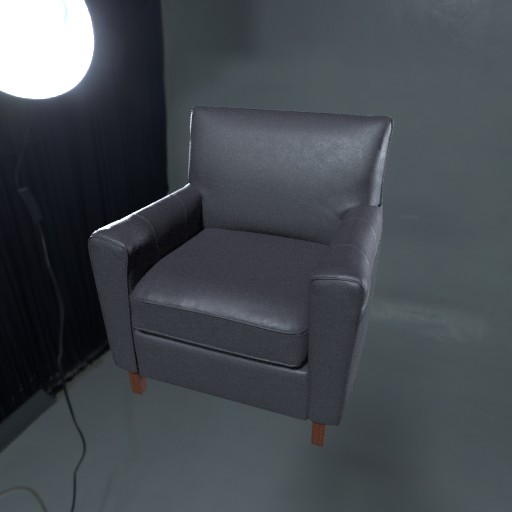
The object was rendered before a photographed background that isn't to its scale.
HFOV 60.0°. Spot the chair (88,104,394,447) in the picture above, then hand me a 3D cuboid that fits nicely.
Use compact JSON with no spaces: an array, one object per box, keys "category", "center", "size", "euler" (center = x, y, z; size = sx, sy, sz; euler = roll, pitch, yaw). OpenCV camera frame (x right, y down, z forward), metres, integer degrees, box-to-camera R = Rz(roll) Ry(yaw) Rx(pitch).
[{"category":"chair","center":[0.000,0.000,1.642],"size":[0.870,0.943,0.825],"euler":[9,28,18]}]
